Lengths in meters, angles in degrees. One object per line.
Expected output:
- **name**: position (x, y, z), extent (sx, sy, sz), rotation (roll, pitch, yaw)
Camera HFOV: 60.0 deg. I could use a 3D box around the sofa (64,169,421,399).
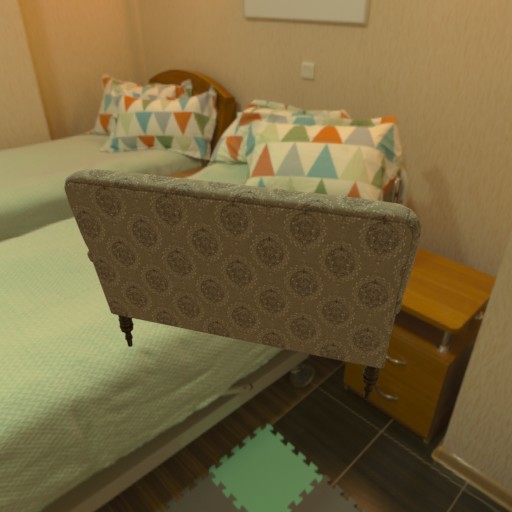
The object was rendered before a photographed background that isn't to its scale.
- **sofa**: position (0.000, 0.000, 1.904), extent (1.297, 0.889, 0.779), rotation (9, 32, 14)
